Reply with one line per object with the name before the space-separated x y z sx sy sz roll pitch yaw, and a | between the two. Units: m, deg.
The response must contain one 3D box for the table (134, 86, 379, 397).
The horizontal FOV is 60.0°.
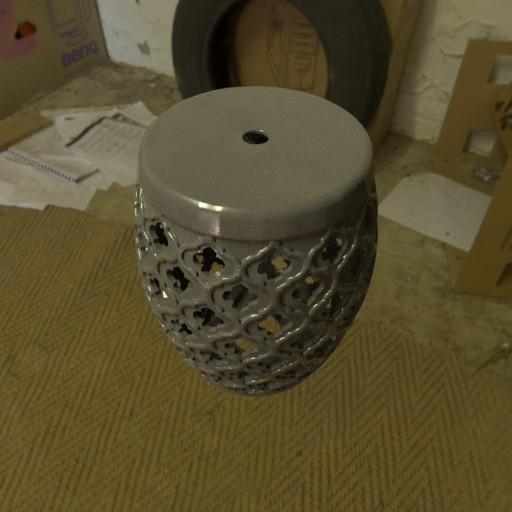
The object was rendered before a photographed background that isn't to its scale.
table | 0.000 0.000 0.636 0.325 0.388 0.325 0 46 0
